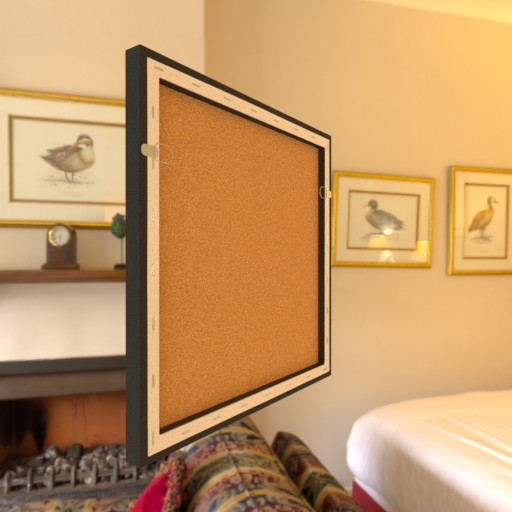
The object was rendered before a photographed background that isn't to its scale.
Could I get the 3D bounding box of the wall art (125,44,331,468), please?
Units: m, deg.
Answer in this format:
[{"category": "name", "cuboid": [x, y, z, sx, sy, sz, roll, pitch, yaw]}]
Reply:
[{"category": "wall art", "cuboid": [0.000, 0.000, 1.109, 0.044, 0.758, 0.758, 0, 0, 36]}]
